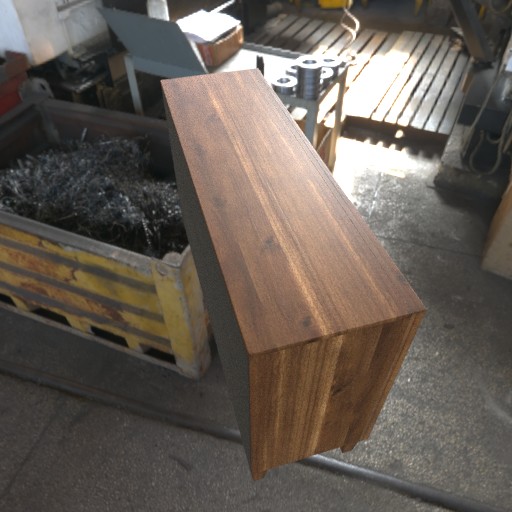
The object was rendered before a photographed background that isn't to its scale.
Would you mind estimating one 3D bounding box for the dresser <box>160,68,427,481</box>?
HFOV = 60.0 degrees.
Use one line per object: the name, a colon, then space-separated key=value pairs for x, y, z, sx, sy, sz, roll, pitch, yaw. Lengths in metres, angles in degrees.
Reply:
dresser: x=0.000 y=0.000 z=1.774 sx=0.438 sy=0.892 sz=1.387 roll=-12 pitch=47 yaw=-11
